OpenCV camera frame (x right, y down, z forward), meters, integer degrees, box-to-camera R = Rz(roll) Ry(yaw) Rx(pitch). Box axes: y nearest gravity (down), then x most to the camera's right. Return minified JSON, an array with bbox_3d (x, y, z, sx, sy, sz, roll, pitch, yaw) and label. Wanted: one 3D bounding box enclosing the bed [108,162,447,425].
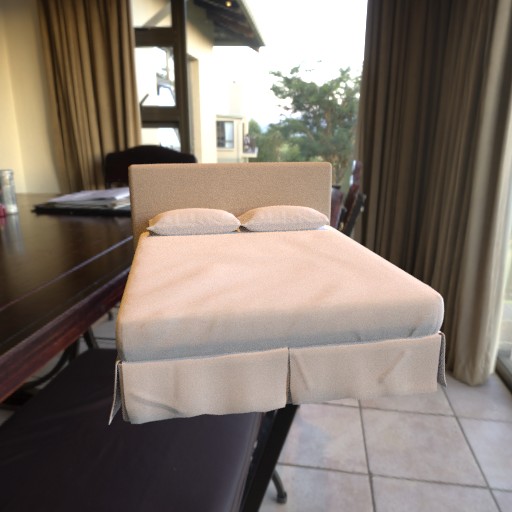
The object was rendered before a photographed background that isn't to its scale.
[{"bbox_3d":[0.000,0.000,3.573,2.119,1.317,2.319,-3,16,-10],"label":"bed"}]
